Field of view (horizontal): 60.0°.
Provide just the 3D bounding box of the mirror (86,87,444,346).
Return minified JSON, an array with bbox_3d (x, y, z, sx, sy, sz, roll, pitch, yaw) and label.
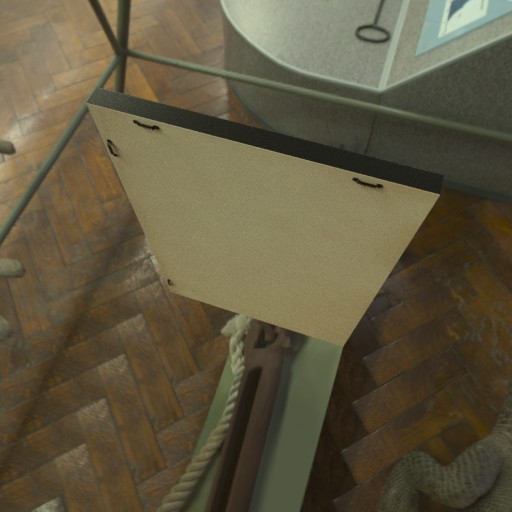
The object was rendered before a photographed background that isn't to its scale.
[{"bbox_3d":[0.000,0.000,0.925,0.507,0.710,0.039,17,64,8],"label":"mirror"}]
